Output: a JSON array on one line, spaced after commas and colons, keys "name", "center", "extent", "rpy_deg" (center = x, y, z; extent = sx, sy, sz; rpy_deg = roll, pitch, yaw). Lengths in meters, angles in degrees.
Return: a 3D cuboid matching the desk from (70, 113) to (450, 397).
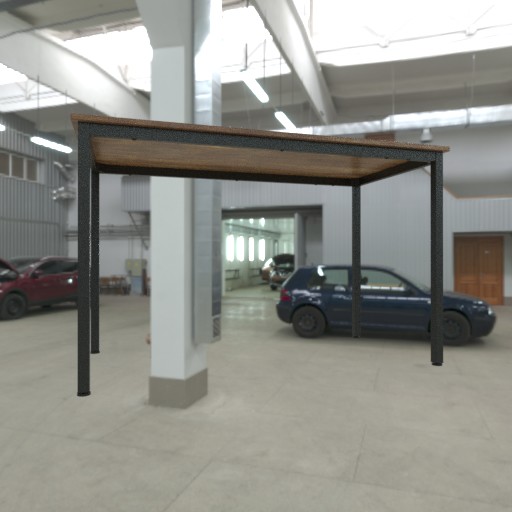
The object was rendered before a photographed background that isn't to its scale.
[{"name": "desk", "center": [0.000, 0.000, 1.619], "extent": [1.200, 0.749, 0.600], "rpy_deg": [0, 0, -17]}]
